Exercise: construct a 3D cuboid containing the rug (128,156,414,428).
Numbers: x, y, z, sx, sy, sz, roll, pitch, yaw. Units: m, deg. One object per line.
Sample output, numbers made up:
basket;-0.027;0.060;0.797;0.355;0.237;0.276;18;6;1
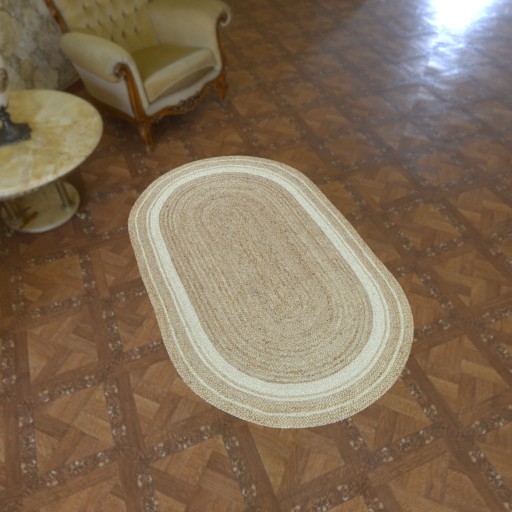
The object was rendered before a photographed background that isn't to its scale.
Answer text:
rug;0.000;0.000;3.022;1.520;0.006;2.432;-18;50;-16
